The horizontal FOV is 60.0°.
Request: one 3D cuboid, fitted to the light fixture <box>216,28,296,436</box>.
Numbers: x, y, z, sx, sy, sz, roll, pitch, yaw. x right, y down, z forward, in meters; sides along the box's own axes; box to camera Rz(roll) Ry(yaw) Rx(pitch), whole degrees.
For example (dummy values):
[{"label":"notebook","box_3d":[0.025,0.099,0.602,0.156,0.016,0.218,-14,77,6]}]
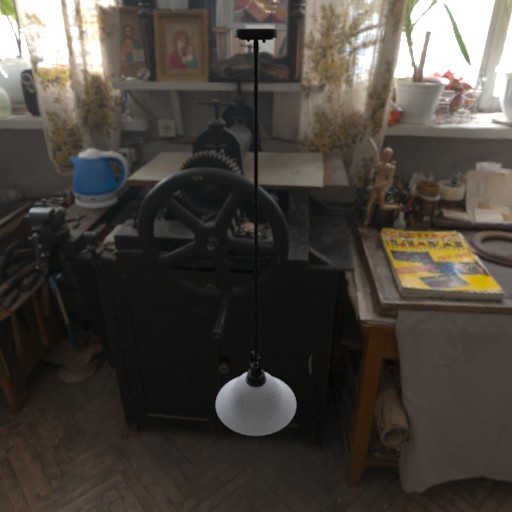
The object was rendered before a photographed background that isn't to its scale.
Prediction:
[{"label":"light fixture","box_3d":[0.000,0.000,1.466,0.324,1.337,0.324,-18,33,-30]}]
